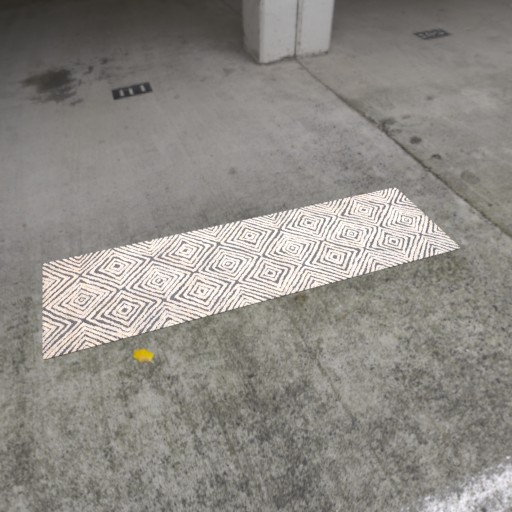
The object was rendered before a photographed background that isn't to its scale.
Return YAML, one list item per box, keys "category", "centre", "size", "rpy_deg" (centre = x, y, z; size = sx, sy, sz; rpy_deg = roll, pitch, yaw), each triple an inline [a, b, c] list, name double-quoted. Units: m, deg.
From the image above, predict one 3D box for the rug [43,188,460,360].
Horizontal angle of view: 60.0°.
- category: "rug"
  centre: [0.000, 0.000, 2.515]
  size: [2.277, 0.008, 0.676]
  rpy_deg: [-13, 44, -15]
